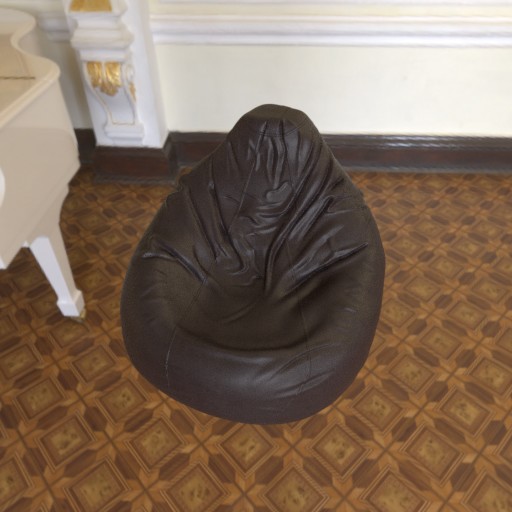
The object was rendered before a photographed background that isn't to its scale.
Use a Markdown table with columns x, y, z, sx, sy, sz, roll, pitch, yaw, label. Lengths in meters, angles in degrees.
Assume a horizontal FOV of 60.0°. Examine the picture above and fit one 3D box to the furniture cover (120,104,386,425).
| x | y | z | sx | sy | sz | roll | pitch | yaw | label |
| --- | --- | --- | --- | --- | --- | --- | --- | --- | --- |
| 0.000 | 0.000 | 1.830 | 1.070 | 0.990 | 1.070 | 10 | 42 | 11 | furniture cover |
